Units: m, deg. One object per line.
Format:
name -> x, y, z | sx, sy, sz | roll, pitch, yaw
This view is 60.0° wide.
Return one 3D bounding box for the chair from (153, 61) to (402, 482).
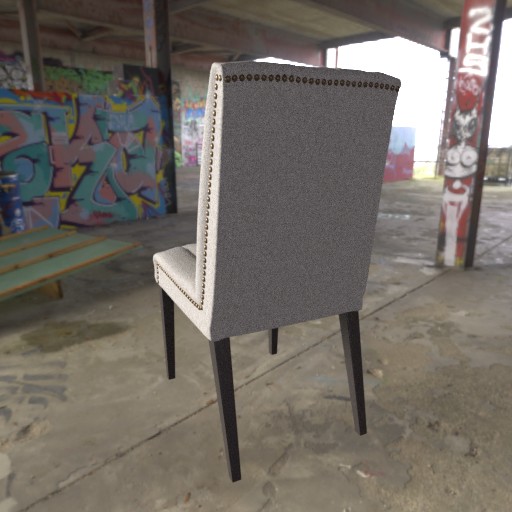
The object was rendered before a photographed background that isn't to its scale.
chair -> 0.000, 0.000, 1.368 | 0.511, 1.016, 0.647 | -7, 17, -26
